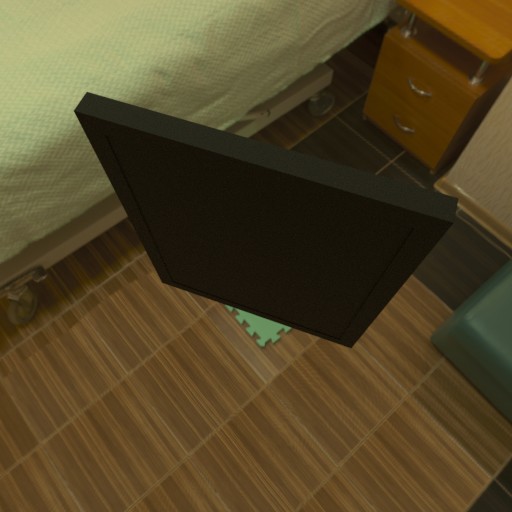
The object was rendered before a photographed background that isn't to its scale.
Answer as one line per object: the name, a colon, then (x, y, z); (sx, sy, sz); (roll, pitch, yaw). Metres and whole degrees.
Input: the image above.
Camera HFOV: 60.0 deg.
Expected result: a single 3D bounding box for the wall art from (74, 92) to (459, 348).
wall art: (0.000, 0.000, 0.761); (0.457, 0.559, 0.033); (18, 66, 8)
